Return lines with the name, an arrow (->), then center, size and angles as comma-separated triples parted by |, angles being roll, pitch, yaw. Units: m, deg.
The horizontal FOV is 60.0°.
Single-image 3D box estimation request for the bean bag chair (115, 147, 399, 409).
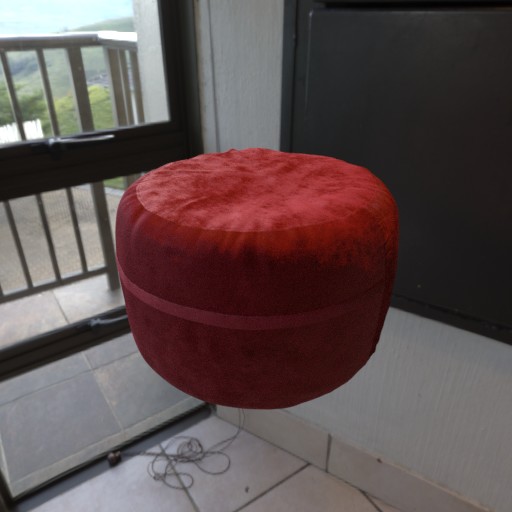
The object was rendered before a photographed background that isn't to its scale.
bean bag chair -> 0.000, 0.000, 2.019 | 1.219, 0.762, 1.219 | 0, 29, 0
